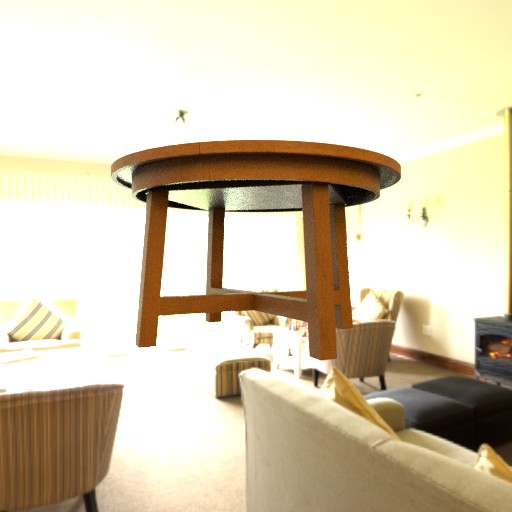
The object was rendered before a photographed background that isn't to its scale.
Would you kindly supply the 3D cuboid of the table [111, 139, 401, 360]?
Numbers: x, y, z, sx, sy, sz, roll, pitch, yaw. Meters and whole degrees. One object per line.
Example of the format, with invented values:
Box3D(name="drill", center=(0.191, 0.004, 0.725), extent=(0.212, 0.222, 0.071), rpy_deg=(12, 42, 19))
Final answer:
Box3D(name="table", center=(0.000, 0.000, 2.117), extent=(1.319, 0.762, 1.319), rpy_deg=(0, 0, 0))
